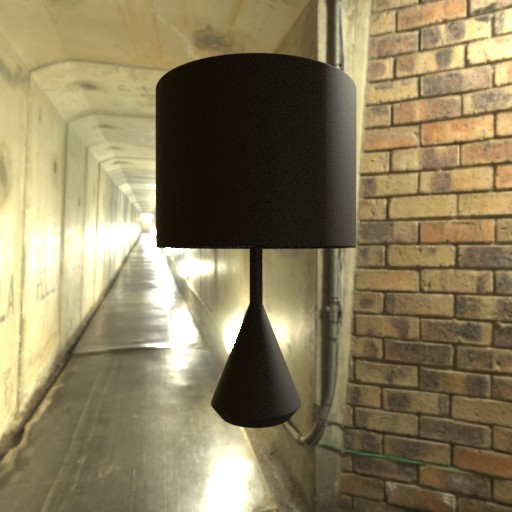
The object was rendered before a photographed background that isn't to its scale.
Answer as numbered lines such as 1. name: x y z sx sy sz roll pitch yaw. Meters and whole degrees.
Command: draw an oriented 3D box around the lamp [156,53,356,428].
1. lamp: 0.000 0.000 0.814 0.359 0.584 0.359 0 0 18
